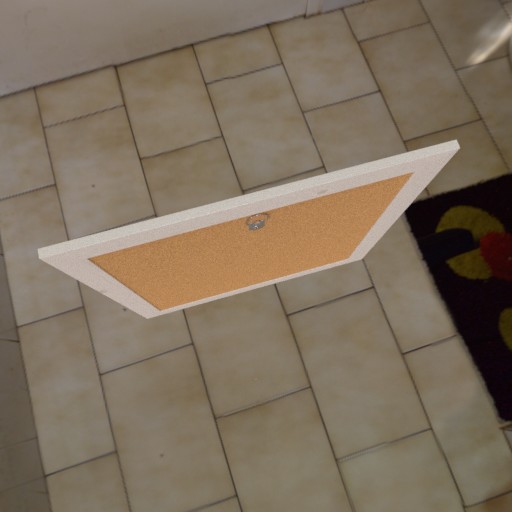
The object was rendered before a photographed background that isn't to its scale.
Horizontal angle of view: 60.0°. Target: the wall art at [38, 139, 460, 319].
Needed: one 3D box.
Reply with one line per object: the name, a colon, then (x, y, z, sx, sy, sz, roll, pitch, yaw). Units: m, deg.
wall art: (0.000, 0.000, 0.858, 0.572, 0.577, 0.015, -15, 75, -4)
